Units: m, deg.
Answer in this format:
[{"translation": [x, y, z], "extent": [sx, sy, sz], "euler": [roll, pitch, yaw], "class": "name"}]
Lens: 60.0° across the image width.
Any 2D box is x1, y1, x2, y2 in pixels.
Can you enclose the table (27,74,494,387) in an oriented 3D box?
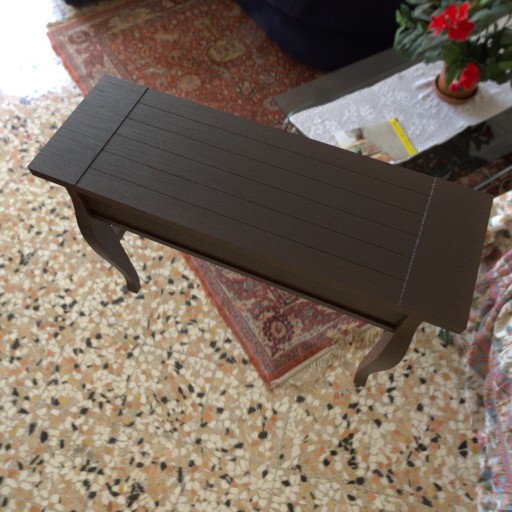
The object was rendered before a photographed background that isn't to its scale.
[{"translation": [0.000, 0.000, 1.399], "extent": [1.062, 0.768, 0.373], "euler": [20, 64, 10], "class": "table"}]
